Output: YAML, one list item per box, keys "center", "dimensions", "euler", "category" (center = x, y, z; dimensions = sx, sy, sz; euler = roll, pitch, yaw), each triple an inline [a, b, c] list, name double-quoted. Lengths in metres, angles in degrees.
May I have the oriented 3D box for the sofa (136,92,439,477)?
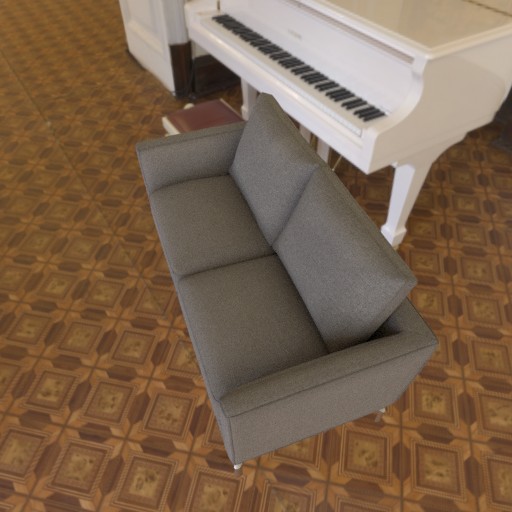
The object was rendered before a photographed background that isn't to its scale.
- center: [0.000, 0.000, 2.110]
  dimensions: [0.803, 0.924, 1.594]
  euler: [-15, 50, -13]
  category: "sofa"
